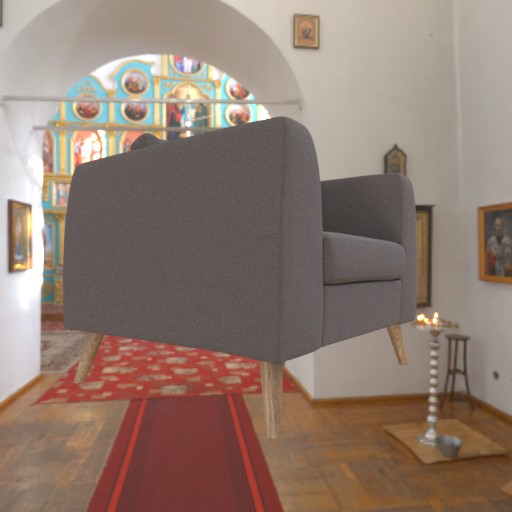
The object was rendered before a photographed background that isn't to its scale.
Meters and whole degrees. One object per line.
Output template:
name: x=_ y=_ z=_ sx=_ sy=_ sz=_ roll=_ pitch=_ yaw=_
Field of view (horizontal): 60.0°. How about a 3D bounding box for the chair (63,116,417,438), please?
chair: x=0.000 y=0.000 z=1.642 sx=0.930 sy=0.860 sz=1.000 roll=-1 pitch=-2 yaw=37
